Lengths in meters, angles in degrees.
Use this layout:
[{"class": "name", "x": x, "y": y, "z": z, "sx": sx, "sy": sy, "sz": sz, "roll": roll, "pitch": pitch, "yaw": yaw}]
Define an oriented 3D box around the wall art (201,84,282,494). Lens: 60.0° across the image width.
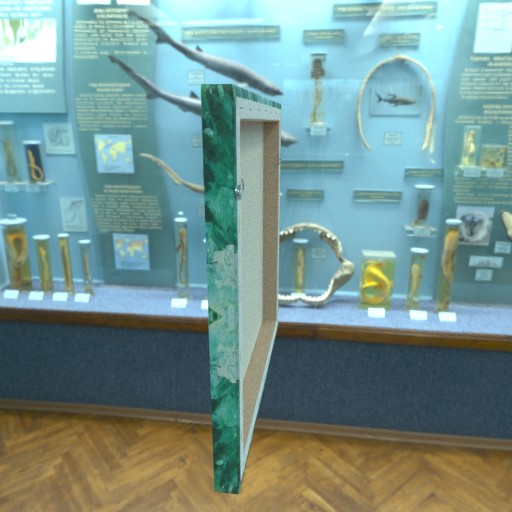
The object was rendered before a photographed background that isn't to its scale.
[{"class": "wall art", "x": 0.000, "y": 0.000, "z": 0.751, "sx": 0.038, "sy": 0.508, "sz": 0.507, "roll": 2, "pitch": 17, "yaw": 8}]
